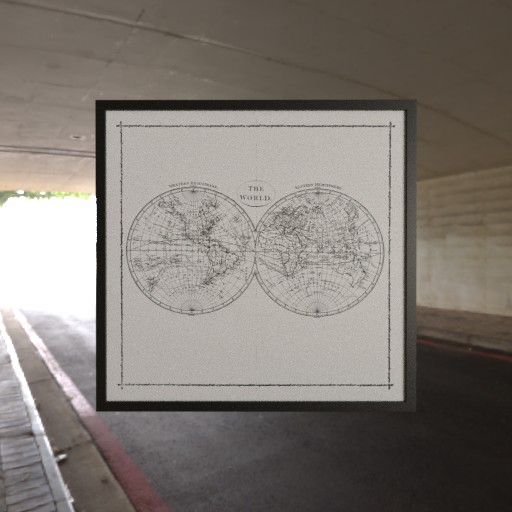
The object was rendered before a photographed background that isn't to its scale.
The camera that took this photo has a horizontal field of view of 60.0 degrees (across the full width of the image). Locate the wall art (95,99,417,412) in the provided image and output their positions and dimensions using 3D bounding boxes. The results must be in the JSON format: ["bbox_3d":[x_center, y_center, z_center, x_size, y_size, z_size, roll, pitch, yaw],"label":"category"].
[{"bbox_3d":[0.000,0.000,0.466,0.327,0.318,0.029,0,0,0],"label":"wall art"}]
